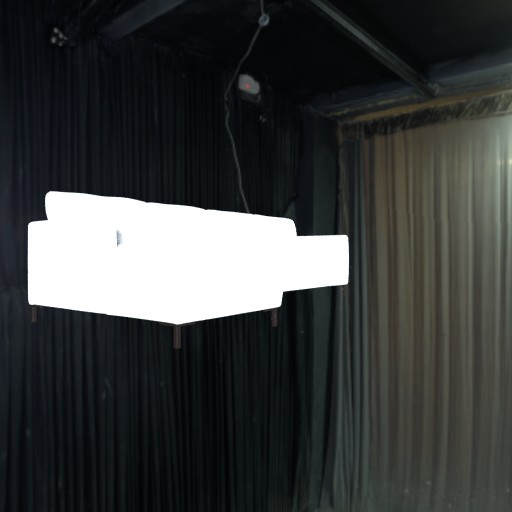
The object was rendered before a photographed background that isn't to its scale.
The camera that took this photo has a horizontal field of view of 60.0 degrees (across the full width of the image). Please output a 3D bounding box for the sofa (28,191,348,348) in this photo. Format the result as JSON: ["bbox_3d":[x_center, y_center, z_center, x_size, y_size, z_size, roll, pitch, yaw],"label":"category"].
[{"bbox_3d":[0.000,0.000,3.747,1.467,0.875,3.186,0,0,36],"label":"sofa"}]
